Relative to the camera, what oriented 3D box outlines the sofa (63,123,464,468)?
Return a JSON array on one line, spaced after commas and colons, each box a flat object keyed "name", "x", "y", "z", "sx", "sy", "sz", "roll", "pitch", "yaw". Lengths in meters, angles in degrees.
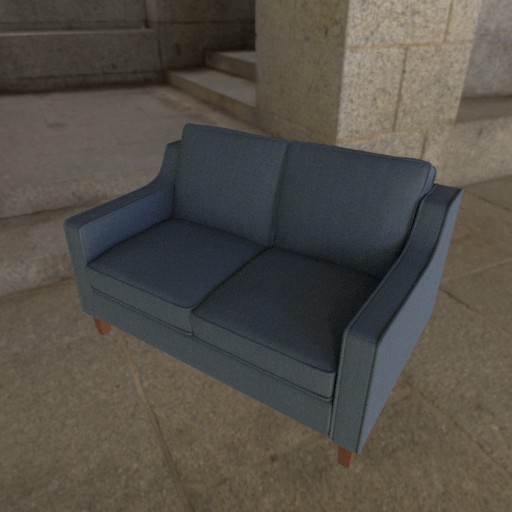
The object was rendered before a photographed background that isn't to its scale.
[{"name": "sofa", "x": 0.000, "y": 0.000, "z": 2.075, "sx": 1.501, "sy": 0.971, "sz": 0.987, "roll": 18, "pitch": 35, "yaw": 28}]
